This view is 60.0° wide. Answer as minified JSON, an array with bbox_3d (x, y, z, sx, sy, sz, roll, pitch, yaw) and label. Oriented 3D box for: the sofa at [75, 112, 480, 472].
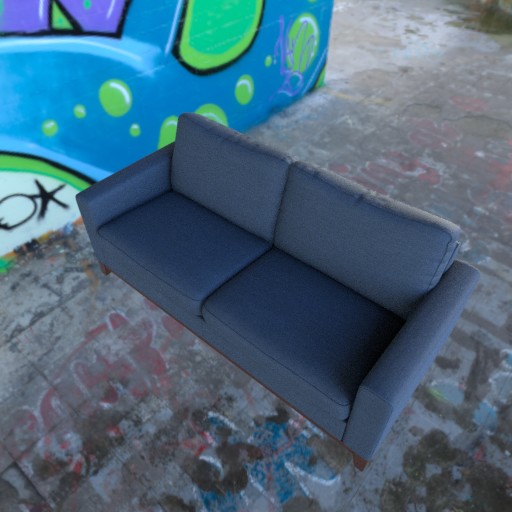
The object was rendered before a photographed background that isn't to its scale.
[{"bbox_3d":[0.000,0.000,2.284,1.900,0.865,0.877,30,52,27],"label":"sofa"}]
